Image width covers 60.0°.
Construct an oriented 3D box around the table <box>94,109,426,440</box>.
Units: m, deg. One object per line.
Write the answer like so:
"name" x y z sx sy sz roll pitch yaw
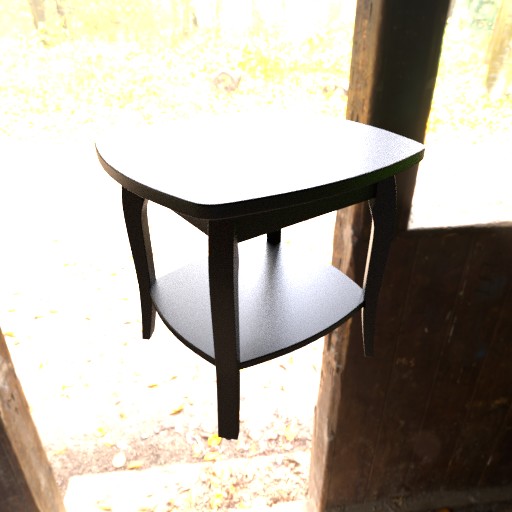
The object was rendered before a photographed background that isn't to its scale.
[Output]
"table" 0.000 0.000 0.883 0.508 0.457 0.457 -20 35 -31
